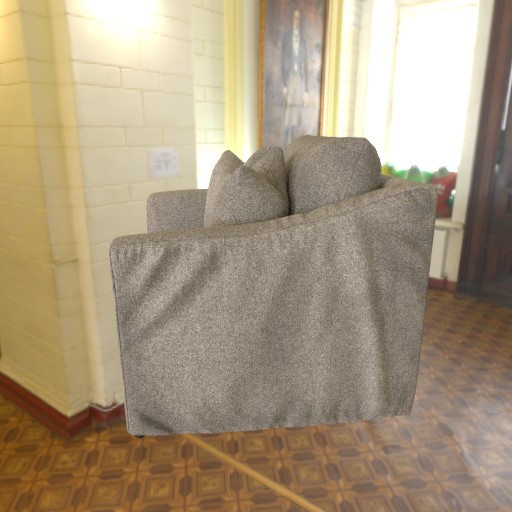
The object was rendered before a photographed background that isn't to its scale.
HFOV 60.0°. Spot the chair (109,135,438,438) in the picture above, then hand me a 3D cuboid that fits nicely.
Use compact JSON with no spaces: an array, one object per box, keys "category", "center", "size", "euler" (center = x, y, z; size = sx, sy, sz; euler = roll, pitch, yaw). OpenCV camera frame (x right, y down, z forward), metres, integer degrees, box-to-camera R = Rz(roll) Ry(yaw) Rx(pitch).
[{"category":"chair","center":[0.000,0.000,2.012],"size":[1.071,1.059,1.194],"euler":[-2,16,-7]}]
